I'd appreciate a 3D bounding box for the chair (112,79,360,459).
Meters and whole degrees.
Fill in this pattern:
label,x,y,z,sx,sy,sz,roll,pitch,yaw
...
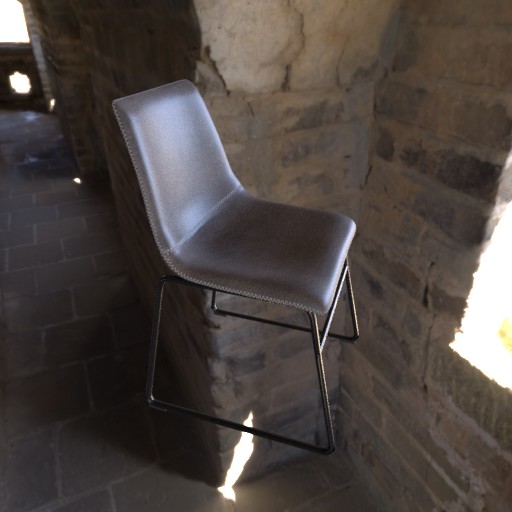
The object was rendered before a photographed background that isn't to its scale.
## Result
label,x,y,z,sx,sy,sz,roll,pitch,yaw
chair,0.000,0.000,1.130,0.550,0.780,0.460,10,31,16
